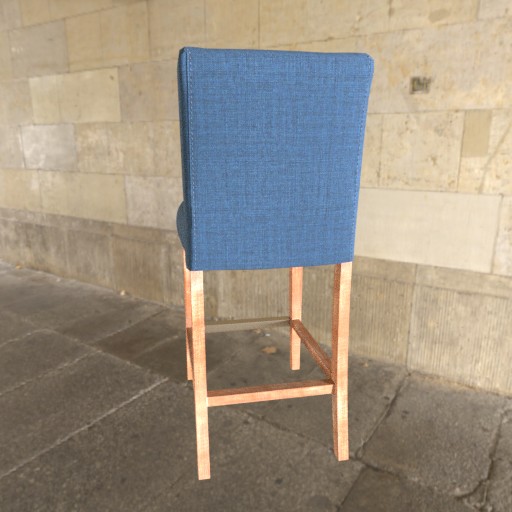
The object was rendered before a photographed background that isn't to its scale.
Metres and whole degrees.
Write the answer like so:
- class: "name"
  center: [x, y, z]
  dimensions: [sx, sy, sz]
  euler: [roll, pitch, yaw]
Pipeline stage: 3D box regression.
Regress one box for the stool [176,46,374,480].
- class: "stool"
  center: [0.000, 0.000, 1.318]
  dimensions: [0.454, 1.039, 0.567]
  euler: [-3, 14, -10]
